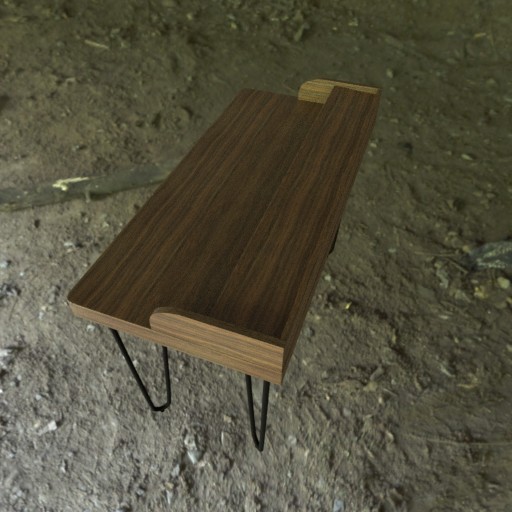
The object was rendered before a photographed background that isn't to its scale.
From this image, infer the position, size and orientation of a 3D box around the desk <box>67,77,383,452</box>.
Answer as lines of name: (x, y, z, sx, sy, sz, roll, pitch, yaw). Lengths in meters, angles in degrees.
desk: (0.000, 0.000, 1.643, 0.565, 0.854, 1.200, 15, 48, 14)
